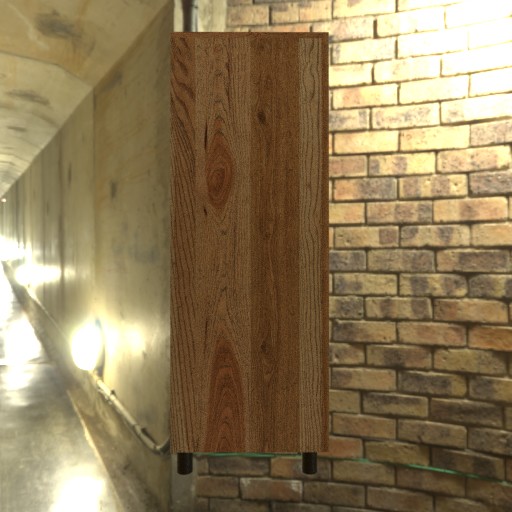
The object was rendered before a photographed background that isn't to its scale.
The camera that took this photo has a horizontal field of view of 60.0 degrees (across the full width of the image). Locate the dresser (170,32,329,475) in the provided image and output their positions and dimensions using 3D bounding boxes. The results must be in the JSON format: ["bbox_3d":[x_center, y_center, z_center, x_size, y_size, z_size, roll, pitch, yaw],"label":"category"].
[{"bbox_3d":[0.000,0.000,1.712,0.480,1.243,0.966,0,0,0],"label":"dresser"}]
